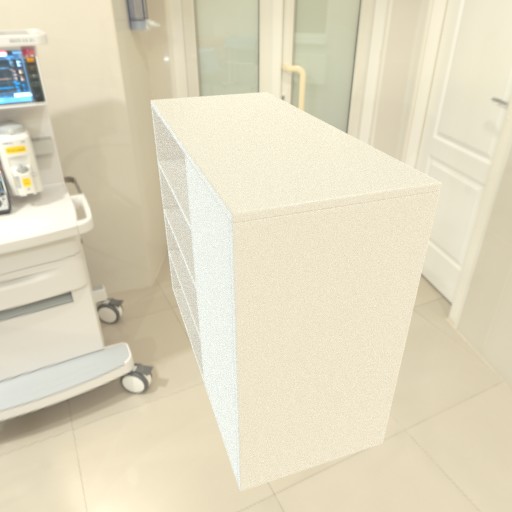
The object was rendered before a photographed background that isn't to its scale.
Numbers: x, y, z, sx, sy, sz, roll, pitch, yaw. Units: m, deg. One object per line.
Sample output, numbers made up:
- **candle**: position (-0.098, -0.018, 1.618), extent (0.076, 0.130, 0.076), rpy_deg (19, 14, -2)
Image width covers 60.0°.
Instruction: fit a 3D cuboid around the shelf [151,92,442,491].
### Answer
- **shelf**: position (0.000, 0.000, 1.291), extent (0.396, 0.732, 0.895), rpy_deg (-10, 32, -17)
